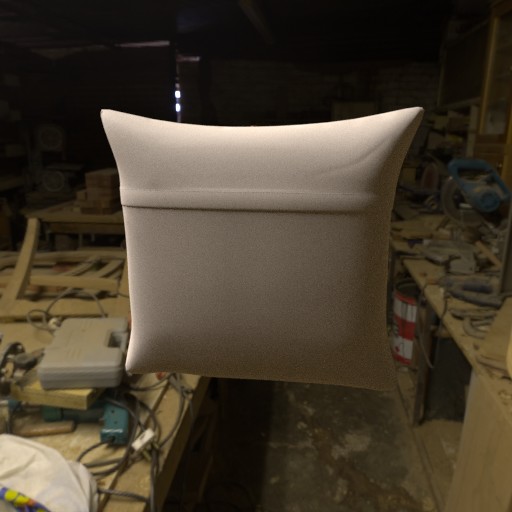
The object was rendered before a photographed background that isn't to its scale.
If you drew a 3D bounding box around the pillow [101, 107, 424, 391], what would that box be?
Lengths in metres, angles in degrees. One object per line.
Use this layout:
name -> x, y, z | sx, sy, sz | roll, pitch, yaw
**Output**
pillow -> 0.000, 0.000, 0.753 | 0.501, 0.477, 0.192 | 2, 16, 7
